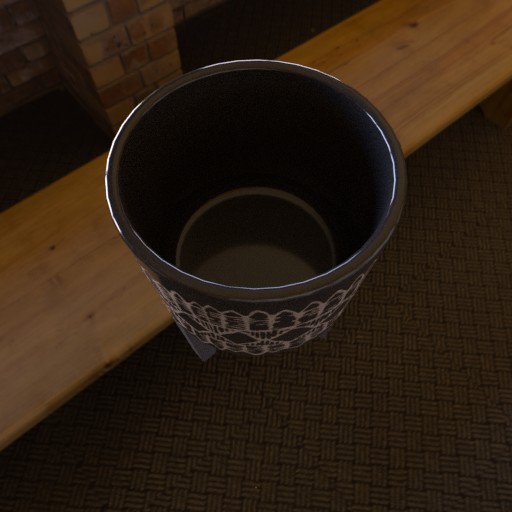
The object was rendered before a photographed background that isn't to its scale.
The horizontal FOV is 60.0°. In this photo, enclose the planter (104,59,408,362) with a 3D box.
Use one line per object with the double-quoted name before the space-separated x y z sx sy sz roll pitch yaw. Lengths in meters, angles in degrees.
"planter" 0.000 0.000 0.268 0.129 0.177 0.129 0 62 0
